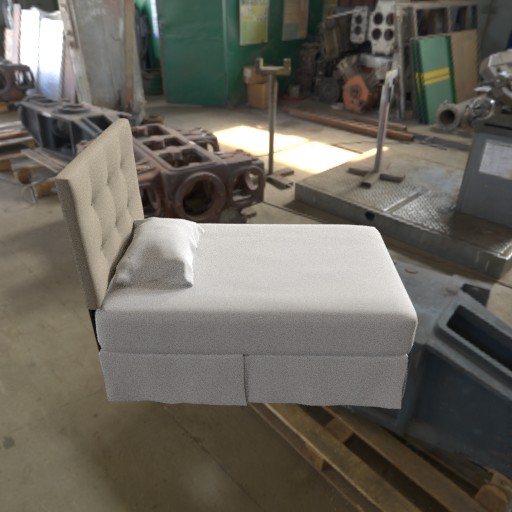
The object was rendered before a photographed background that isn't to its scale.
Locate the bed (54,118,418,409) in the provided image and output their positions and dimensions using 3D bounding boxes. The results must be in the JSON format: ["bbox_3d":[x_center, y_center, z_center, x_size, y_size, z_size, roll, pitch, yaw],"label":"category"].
[{"bbox_3d":[0.000,0.000,3.032,1.997,1.571,1.261,1,32,1],"label":"bed"}]
